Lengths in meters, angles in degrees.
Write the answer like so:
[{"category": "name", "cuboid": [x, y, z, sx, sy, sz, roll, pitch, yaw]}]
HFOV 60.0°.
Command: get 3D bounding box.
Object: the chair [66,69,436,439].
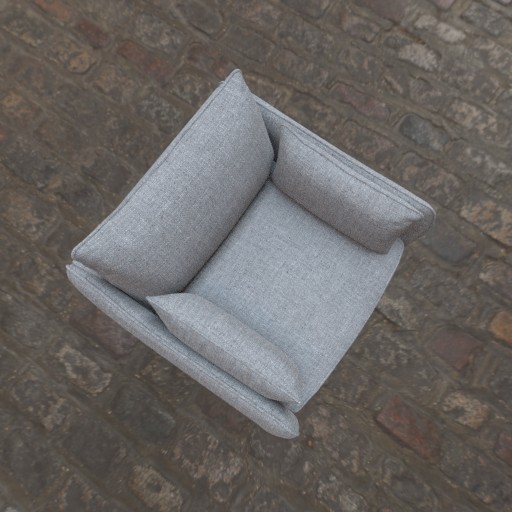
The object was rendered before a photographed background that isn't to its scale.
[{"category": "chair", "cuboid": [0.000, 0.000, 1.698, 0.976, 0.839, 0.993, 34, 78, 8]}]
